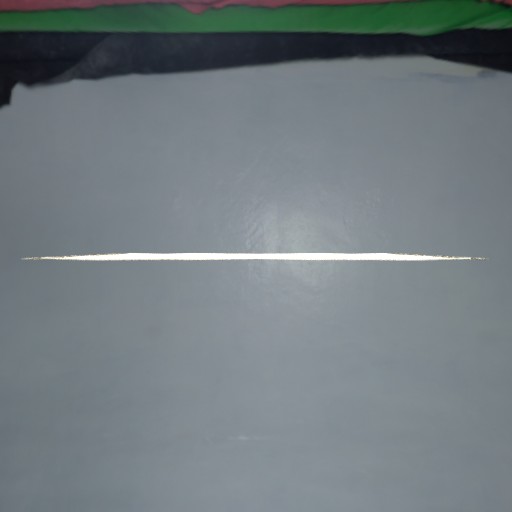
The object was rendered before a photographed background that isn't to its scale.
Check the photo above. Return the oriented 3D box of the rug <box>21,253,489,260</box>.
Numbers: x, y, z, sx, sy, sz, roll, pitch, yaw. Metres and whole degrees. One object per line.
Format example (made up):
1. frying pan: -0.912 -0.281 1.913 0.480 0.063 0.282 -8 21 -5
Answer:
1. rug: 0.000 0.000 2.353 1.861 0.017 1.218 0 1 1
